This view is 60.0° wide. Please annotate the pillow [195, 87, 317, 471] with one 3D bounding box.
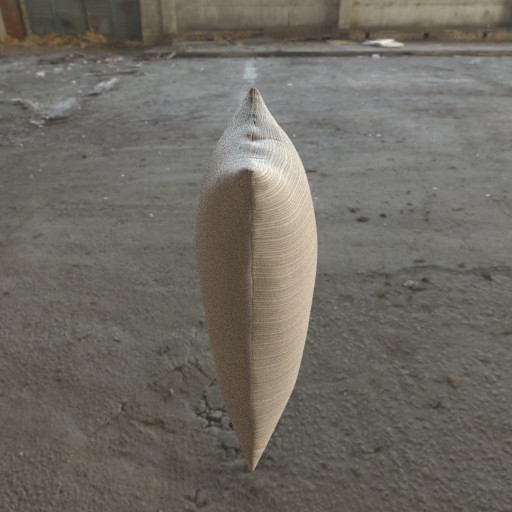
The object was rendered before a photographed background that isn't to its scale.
[{"bbox_3d":[0.000,0.000,0.796,0.204,0.497,0.512,0,30,0],"label":"pillow"}]
